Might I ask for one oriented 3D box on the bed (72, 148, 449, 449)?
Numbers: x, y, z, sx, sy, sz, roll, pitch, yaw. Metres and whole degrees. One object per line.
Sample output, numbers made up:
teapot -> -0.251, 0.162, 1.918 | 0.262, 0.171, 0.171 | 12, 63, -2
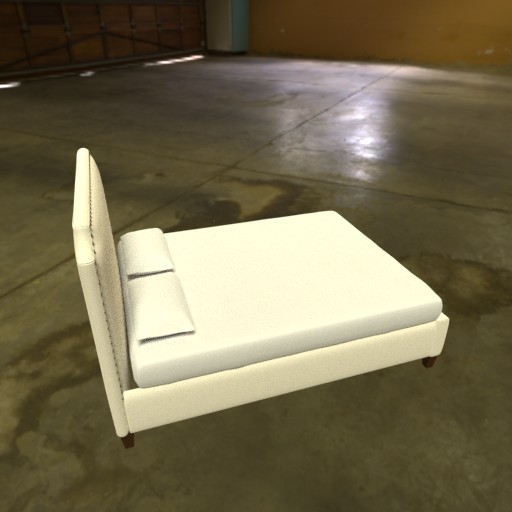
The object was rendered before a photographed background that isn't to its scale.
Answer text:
bed -> 0.000, 0.000, 3.383 | 2.372, 1.497, 1.712 | -9, 31, -16
